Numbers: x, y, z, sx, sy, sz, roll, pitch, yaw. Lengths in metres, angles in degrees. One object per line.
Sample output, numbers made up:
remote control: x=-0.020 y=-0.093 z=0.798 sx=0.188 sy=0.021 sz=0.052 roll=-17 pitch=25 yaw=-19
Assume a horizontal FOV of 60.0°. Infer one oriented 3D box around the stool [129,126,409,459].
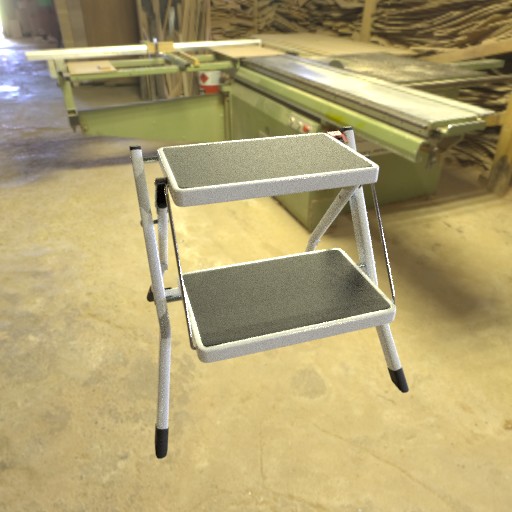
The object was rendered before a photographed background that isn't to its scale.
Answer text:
stool: x=0.000 y=0.000 z=0.862 sx=0.485 sy=0.445 sz=0.490 roll=-9 pitch=32 yaw=-15
